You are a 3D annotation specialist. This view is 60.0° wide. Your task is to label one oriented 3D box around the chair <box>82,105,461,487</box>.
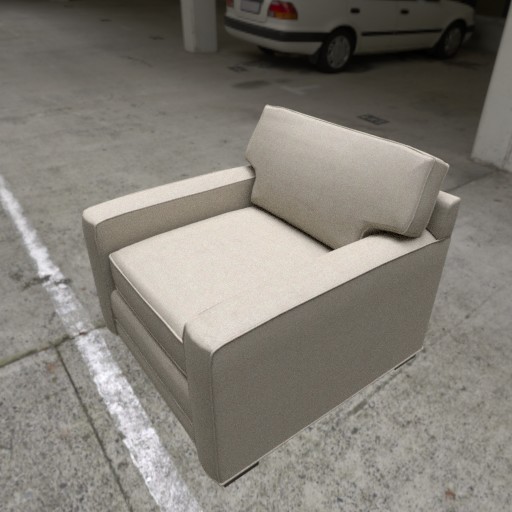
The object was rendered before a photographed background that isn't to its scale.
[{"bbox_3d":[0.000,0.000,1.747,1.043,0.913,0.998,-21,38,-30],"label":"chair"}]
